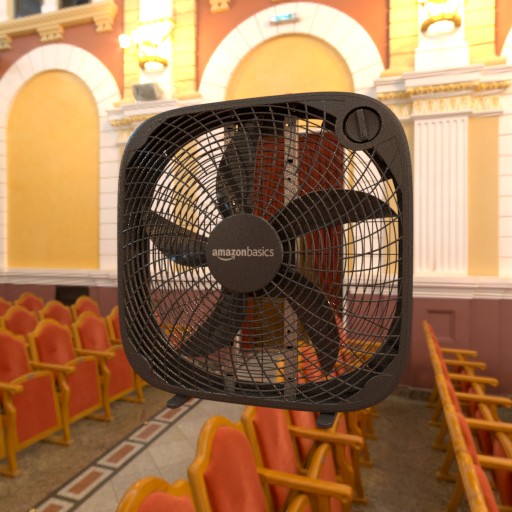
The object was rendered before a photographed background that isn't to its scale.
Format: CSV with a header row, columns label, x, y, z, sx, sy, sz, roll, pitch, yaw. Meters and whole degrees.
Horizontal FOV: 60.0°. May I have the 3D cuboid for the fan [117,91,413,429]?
label,x,y,z,sx,sy,sz,roll,pitch,yaw
fan,0.000,0.000,0.788,0.526,0.533,0.142,0,1,19
